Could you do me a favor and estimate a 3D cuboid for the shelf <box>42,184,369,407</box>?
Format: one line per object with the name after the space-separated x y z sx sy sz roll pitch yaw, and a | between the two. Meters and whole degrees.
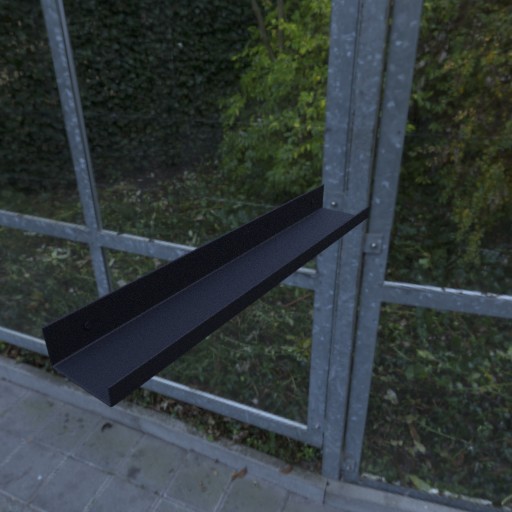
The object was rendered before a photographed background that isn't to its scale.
0.000 0.000 0.654 0.102 0.053 0.605 18 31 32 | shelf
